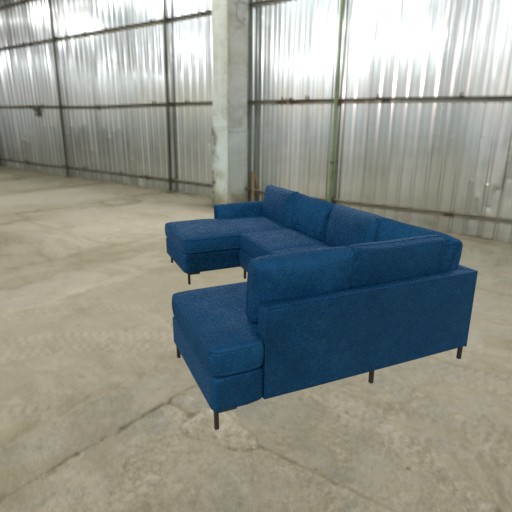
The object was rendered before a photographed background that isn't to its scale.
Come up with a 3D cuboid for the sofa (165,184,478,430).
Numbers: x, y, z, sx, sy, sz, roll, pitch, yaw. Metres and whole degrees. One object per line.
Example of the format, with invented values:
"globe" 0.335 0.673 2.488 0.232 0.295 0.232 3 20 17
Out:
"sofa" 0.000 0.000 4.365 2.055 0.992 3.434 -7 18 -23
